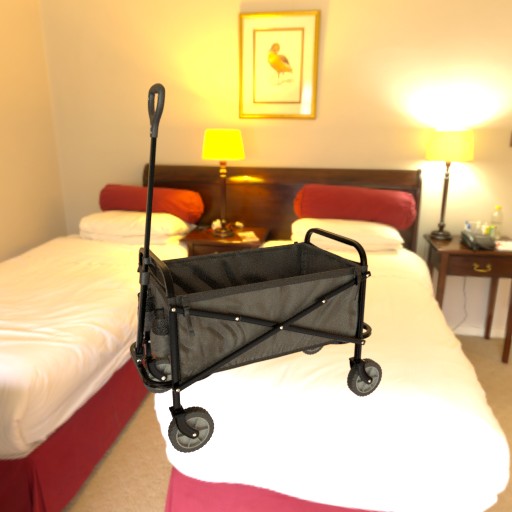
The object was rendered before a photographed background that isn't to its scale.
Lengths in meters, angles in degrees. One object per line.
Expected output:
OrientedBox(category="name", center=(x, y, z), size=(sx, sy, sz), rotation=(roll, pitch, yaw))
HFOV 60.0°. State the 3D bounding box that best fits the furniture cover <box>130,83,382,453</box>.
OrientedBox(category="furniture cover", center=(0.000, 0.000, 1.821), size=(1.038, 1.295, 0.532), rotation=(-8, 18, -25))
